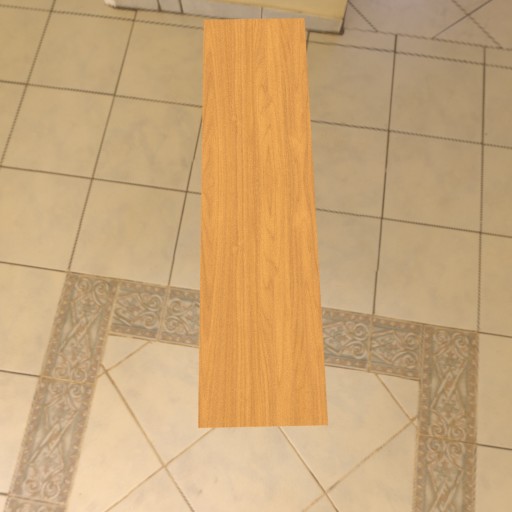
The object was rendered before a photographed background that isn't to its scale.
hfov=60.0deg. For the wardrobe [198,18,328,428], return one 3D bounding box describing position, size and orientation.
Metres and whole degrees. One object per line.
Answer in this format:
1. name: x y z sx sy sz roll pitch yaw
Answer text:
1. wardrobe: 0.000 0.000 3.309 0.590 2.260 2.160 -1 75 0
